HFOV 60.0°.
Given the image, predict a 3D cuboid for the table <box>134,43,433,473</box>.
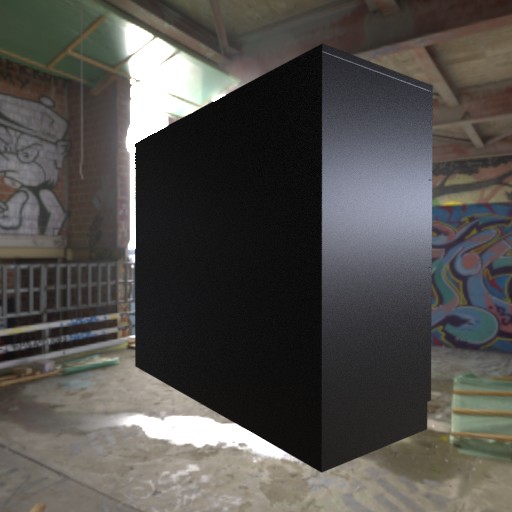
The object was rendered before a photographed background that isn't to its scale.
[{"bbox_3d":[0.000,0.000,1.303,0.380,0.790,0.930,-1,1,-36],"label":"table"}]
